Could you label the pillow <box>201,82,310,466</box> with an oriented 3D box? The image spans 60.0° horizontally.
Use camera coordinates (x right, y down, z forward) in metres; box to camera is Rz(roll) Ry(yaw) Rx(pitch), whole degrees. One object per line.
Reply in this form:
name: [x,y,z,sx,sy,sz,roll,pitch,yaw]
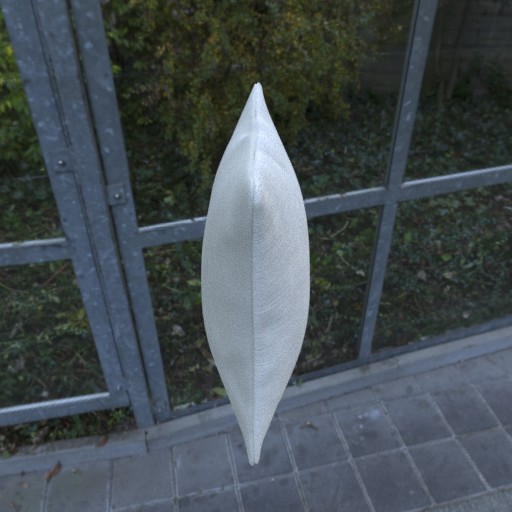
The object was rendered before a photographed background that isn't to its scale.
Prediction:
pillow: [0.000,0.000,0.678,0.162,0.420,0.437,0,33,0]
